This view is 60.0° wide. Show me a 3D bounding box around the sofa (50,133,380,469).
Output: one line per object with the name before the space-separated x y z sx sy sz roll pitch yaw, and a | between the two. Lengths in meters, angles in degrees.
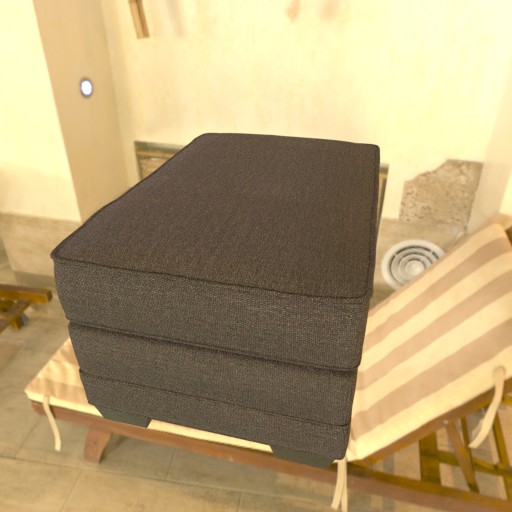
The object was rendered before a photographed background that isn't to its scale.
sofa | 0.000 0.000 1.174 0.578 0.457 0.854 7 32 12
